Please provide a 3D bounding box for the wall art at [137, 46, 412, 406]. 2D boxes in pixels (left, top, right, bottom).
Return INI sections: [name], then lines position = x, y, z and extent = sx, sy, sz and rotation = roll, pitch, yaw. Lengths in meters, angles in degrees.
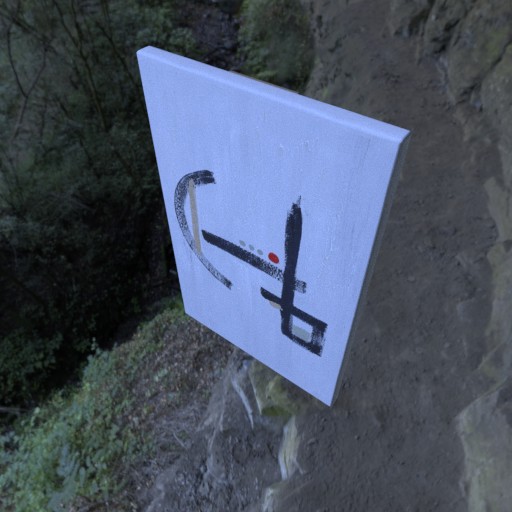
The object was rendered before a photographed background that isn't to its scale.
[wall art]
position = 0.000, 0.000, 1.156
extent = 0.602, 0.916, 0.048
rotation = 28, 52, 24
